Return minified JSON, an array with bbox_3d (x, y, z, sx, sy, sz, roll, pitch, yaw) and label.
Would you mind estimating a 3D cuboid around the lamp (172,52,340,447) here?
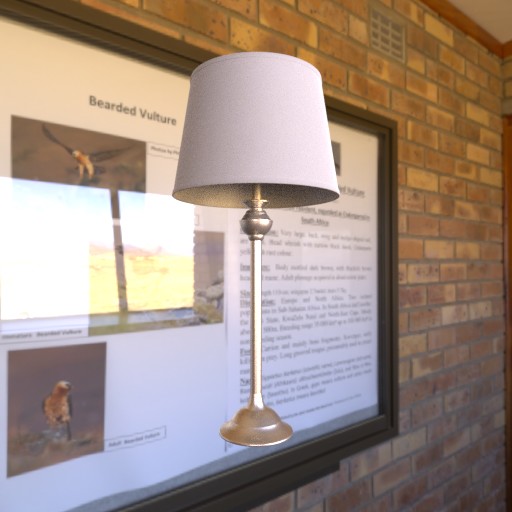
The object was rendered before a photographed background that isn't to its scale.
[{"bbox_3d":[0.000,0.000,0.886,0.331,0.698,0.331,0,-1,0],"label":"lamp"}]
